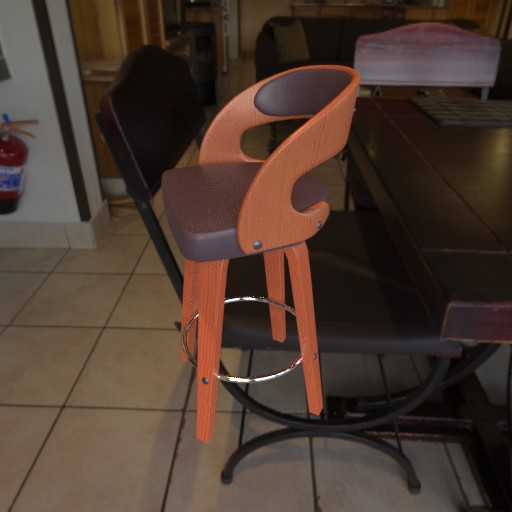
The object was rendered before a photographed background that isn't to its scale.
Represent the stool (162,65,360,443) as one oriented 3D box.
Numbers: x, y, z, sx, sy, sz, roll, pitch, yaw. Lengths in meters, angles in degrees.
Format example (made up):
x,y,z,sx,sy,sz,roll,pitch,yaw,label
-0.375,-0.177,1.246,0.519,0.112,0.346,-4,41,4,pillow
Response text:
x,y,z,sx,sy,sz,roll,pitch,yaw,label
0.000,0.000,1.209,0.457,0.940,0.457,-8,31,-14,stool
